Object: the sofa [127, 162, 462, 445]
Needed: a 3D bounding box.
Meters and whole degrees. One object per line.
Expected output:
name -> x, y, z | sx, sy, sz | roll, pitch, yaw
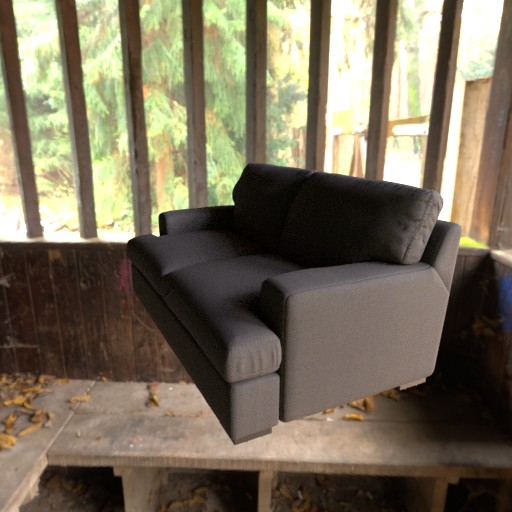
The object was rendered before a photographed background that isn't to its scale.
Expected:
sofa -> 0.000, 0.000, 2.544 | 1.143, 0.940, 1.880 | -8, 18, -25
